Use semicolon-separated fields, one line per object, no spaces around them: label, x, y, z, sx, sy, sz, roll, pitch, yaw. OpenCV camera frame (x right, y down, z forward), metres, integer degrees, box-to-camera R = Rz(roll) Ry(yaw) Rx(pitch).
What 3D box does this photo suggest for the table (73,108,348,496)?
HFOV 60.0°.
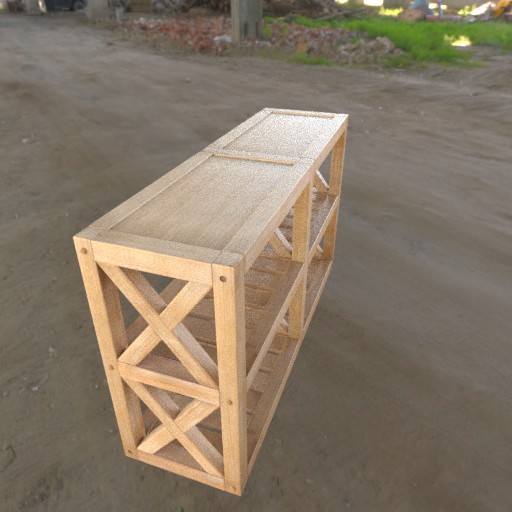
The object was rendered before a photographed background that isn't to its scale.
table;0.000;0.000;1.631;0.381;0.762;1.320;10;32;17
